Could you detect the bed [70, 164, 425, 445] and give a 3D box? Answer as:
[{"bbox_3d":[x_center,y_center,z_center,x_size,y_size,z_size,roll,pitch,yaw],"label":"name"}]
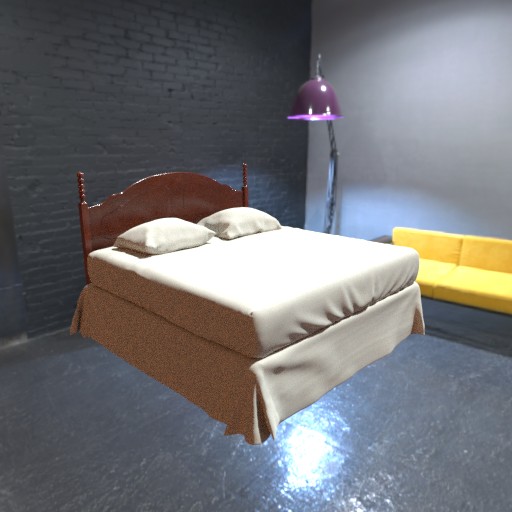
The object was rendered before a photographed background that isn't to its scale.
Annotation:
[{"bbox_3d":[0.000,0.000,3.660,2.219,1.355,2.322,14,20,42],"label":"bed"}]
